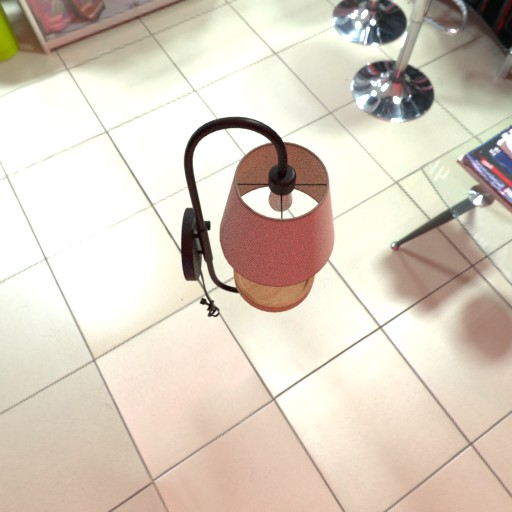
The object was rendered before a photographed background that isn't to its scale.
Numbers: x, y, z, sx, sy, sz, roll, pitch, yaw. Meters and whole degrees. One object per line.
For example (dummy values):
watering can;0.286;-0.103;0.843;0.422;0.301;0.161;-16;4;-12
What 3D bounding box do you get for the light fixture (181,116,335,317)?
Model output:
light fixture;0.000;0.000;0.937;0.299;0.821;0.220;0;65;0
